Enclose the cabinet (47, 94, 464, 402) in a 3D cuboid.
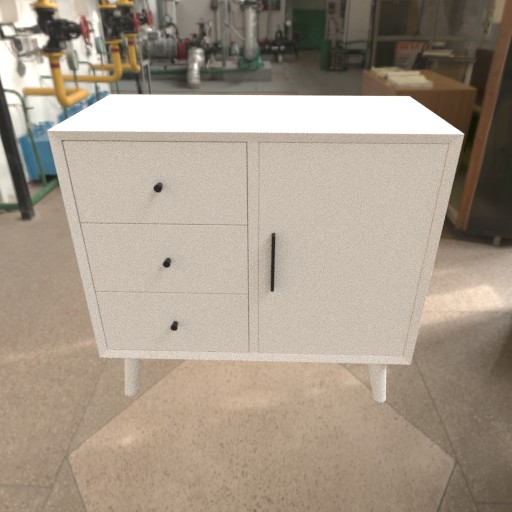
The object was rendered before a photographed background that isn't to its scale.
[{"bbox_3d":[0.000,0.000,1.200,0.800,0.761,0.398,1,30,2],"label":"cabinet"}]
